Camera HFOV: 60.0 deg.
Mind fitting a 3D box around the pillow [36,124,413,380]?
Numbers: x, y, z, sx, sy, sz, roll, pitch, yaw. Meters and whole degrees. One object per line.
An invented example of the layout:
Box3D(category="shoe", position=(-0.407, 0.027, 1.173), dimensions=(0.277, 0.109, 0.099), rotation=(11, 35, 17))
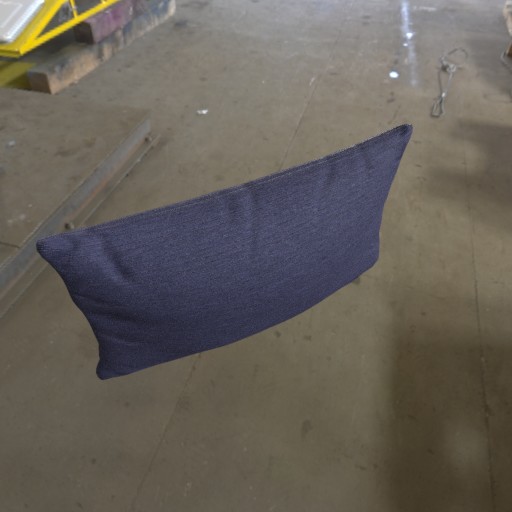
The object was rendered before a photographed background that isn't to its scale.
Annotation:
Box3D(category="pillow", position=(0.000, 0.000, 0.777), dimensions=(0.633, 0.338, 0.210), rotation=(-21, 49, -20))
